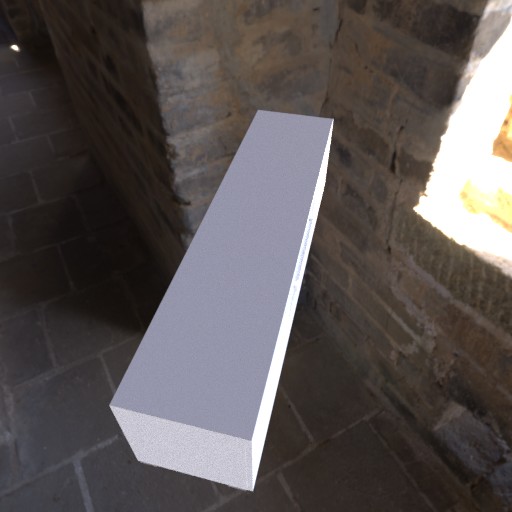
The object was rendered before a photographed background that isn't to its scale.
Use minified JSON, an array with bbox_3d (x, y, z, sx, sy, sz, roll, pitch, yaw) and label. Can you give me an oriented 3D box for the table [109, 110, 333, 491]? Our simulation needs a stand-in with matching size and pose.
[{"bbox_3d":[0.000,0.000,1.847,0.390,0.420,1.650,10,47,10],"label":"table"}]
